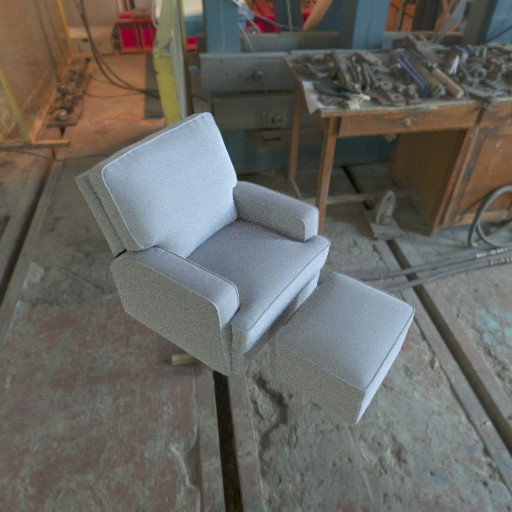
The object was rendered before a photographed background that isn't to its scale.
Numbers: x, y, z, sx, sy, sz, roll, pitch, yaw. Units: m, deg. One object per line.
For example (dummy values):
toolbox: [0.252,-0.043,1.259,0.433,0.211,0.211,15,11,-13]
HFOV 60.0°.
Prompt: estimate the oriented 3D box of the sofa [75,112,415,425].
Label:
sofa: [0.000,0.000,2.124,1.472,0.959,0.861,26,48,26]
